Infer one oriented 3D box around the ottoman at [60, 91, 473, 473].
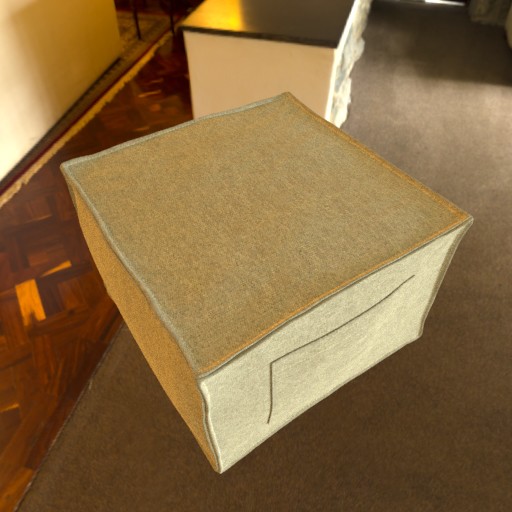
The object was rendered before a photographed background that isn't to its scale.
[{"bbox_3d":[0.000,0.000,1.137,0.707,0.470,0.696,-26,52,-23],"label":"ottoman"}]
